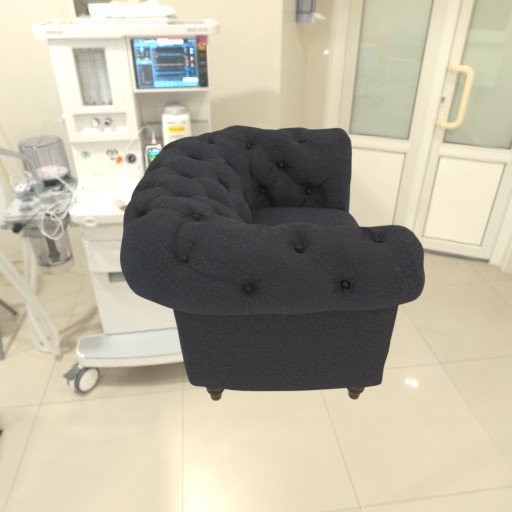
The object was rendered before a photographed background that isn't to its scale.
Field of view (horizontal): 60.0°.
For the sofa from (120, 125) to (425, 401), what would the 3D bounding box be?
[{"bbox_3d":[0.000,0.000,2.025,1.032,0.878,1.405,0,31,-1],"label":"sofa"}]
